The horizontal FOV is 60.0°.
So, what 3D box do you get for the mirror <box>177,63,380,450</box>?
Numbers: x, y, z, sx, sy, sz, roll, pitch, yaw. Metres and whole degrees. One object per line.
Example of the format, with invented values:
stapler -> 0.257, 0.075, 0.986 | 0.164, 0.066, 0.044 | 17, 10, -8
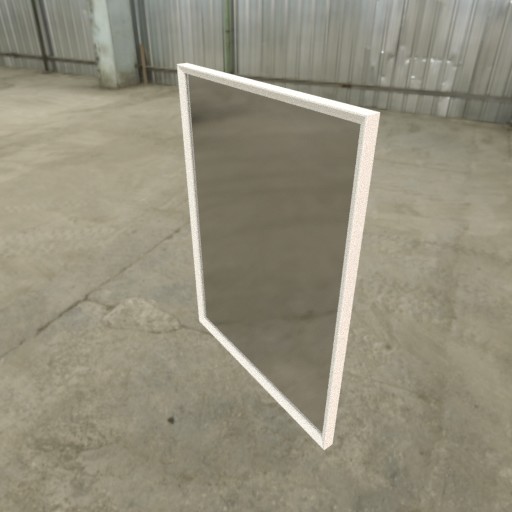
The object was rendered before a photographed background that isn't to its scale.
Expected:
mirror -> 0.000, 0.000, 1.371 | 0.041, 1.016, 0.762 | -21, 37, -30
